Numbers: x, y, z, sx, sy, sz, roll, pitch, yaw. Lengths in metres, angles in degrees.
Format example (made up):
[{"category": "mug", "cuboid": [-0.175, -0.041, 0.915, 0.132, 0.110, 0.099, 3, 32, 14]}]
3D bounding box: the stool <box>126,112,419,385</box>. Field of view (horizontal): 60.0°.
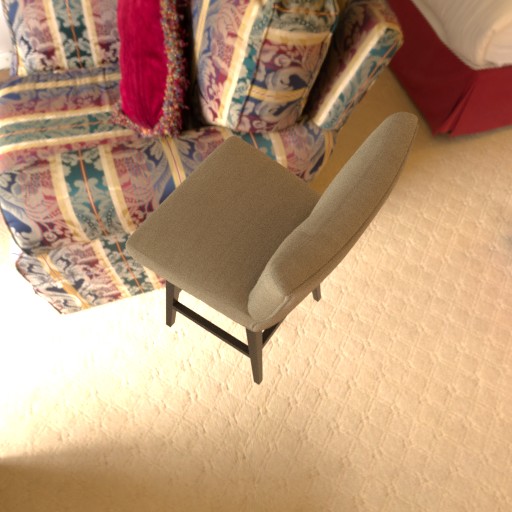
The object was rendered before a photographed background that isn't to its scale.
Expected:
[{"category": "stool", "cuboid": [0.000, 0.000, 1.389, 0.574, 1.086, 0.514, 33, 67, 16]}]
